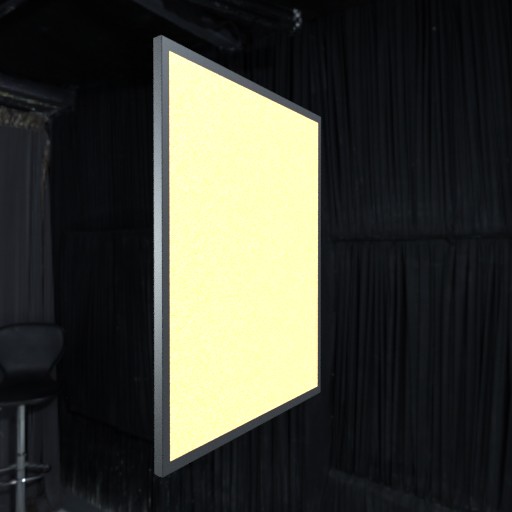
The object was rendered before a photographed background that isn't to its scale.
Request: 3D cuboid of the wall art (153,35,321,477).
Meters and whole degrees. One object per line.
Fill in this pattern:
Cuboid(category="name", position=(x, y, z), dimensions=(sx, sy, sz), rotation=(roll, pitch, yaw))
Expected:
Cuboid(category="wall art", position=(0.000, 0.000, 1.349), dimensions=(0.030, 1.027, 0.774), rotation=(0, 1, 36))
